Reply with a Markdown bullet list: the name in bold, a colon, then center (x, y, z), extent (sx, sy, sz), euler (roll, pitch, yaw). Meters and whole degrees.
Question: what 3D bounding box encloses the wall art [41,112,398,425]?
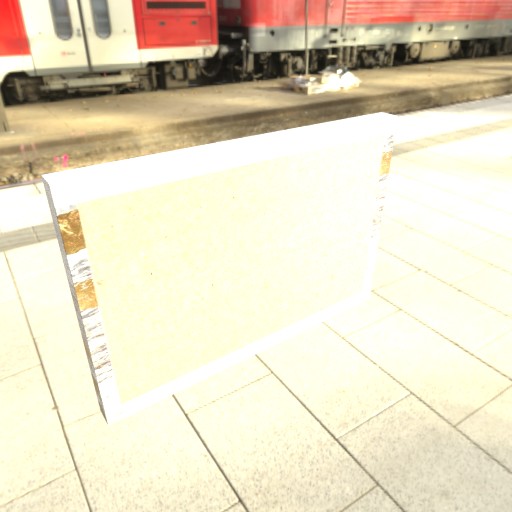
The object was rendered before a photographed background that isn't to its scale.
- **wall art**: center (0.000, 0.000, 0.772), extent (0.606, 0.407, 0.041), euler (-19, 35, -30)
